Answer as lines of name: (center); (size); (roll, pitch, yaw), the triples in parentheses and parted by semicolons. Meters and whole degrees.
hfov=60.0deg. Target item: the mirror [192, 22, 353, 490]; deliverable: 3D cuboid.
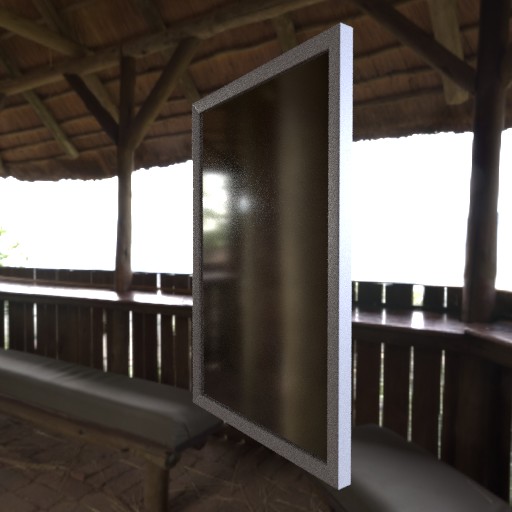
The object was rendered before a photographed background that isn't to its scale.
mirror: (0.000, 0.000, 1.124); (0.041, 0.914, 0.609); (-1, 2, -36)
